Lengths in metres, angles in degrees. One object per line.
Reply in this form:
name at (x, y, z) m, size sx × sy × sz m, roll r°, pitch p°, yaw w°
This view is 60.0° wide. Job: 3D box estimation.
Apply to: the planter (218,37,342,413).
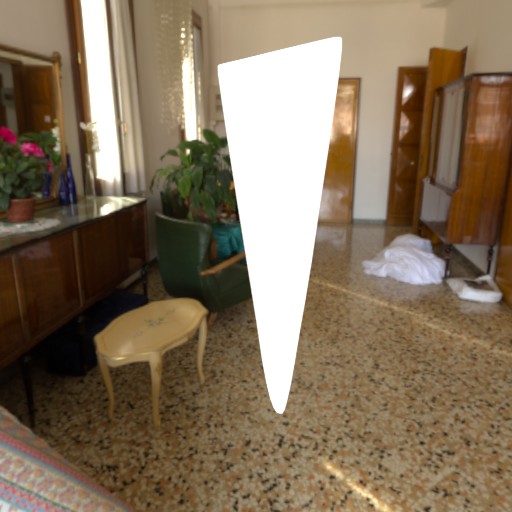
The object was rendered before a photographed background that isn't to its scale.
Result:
planter at (0.000, 0.000, 0.394) m, size 0.065 × 0.338 × 0.143 m, roll -8°, pitch 17°, yaw -26°
